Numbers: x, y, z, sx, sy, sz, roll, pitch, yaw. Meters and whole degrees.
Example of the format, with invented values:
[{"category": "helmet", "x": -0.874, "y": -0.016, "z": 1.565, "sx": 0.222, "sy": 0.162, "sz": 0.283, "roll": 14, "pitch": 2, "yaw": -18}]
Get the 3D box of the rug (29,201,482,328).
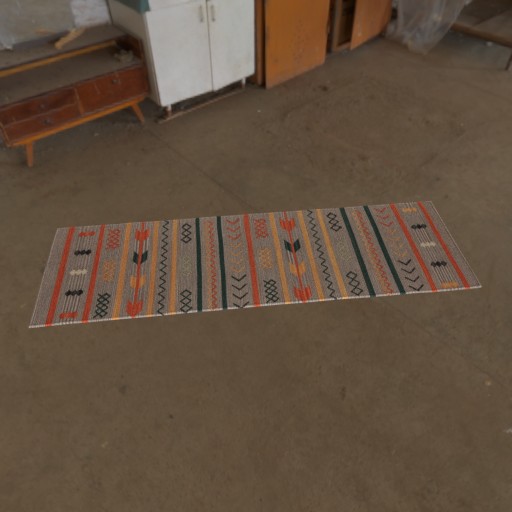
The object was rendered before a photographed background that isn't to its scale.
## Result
[{"category": "rug", "x": 0.000, "y": 0.000, "z": 2.598, "sx": 2.419, "sy": 0.022, "sz": 0.744, "roll": -5, "pitch": 47, "yaw": -4}]
